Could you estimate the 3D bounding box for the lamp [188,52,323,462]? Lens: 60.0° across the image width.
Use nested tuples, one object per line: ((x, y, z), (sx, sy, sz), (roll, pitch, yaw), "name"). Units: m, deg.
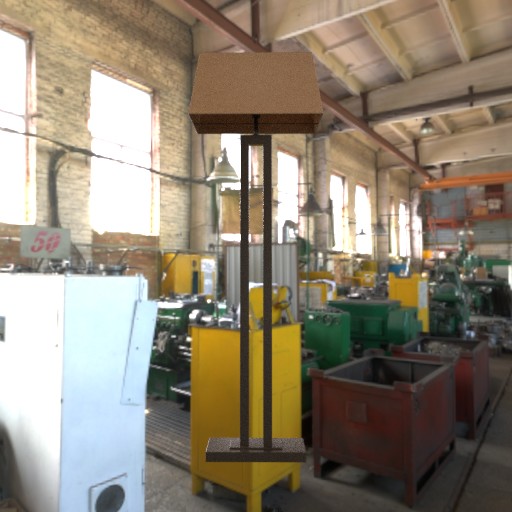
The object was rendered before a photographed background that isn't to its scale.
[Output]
((0.000, 0.000, 1.662), (0.475, 1.469, 0.233), (0, -2, 0), "lamp")
